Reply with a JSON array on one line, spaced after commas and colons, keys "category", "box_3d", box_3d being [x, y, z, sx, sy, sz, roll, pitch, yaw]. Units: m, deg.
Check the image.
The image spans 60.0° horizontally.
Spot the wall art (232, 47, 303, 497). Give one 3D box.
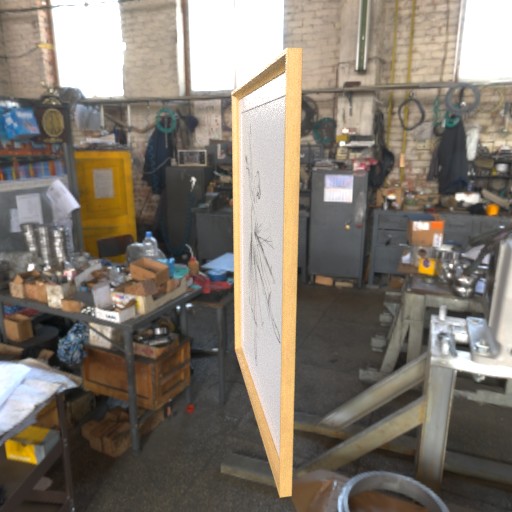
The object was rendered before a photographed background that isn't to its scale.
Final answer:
[{"category": "wall art", "box_3d": [0.000, 0.000, 1.328, 0.030, 1.002, 0.798, -3, 15, -10]}]
